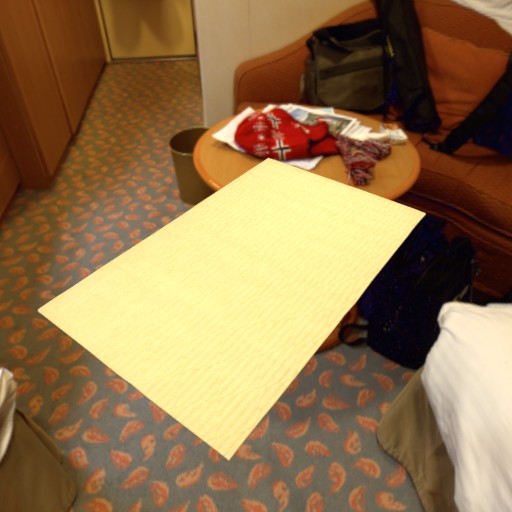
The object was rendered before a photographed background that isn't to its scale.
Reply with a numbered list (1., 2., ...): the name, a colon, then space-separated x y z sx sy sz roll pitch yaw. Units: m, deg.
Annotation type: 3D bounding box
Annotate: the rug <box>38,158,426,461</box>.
1. rug: 0.000 0.000 3.100 1.531 0.014 2.441 26 47 27
